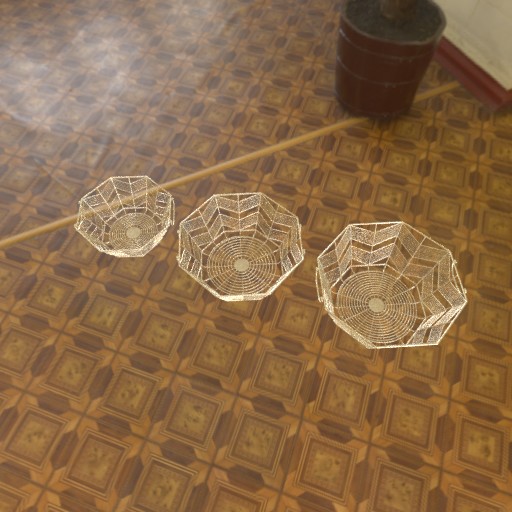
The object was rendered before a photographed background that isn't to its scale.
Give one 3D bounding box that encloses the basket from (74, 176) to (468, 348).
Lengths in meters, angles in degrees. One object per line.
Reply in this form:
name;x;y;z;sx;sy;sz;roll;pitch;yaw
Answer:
basket;0.000;0.000;1.414;1.246;0.178;0.432;16;60;10
